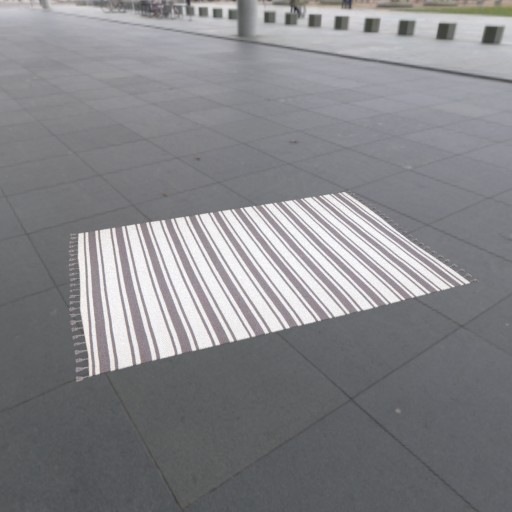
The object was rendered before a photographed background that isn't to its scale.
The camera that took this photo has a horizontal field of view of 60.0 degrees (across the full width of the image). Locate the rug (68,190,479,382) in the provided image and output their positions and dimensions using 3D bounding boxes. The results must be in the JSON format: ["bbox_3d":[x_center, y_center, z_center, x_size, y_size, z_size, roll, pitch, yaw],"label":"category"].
[{"bbox_3d":[0.000,0.000,3.052,2.425,0.014,1.563,-11,33,-17],"label":"rug"}]
